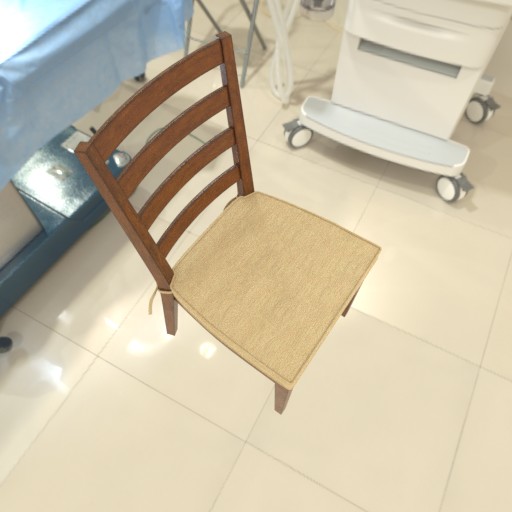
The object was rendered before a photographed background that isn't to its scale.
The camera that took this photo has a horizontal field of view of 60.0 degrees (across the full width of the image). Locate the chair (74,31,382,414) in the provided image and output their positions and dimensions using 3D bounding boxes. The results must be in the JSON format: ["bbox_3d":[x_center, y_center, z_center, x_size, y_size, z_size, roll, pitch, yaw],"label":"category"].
[{"bbox_3d":[0.000,0.000,1.330,0.595,0.979,0.593,31,64,17],"label":"chair"}]
